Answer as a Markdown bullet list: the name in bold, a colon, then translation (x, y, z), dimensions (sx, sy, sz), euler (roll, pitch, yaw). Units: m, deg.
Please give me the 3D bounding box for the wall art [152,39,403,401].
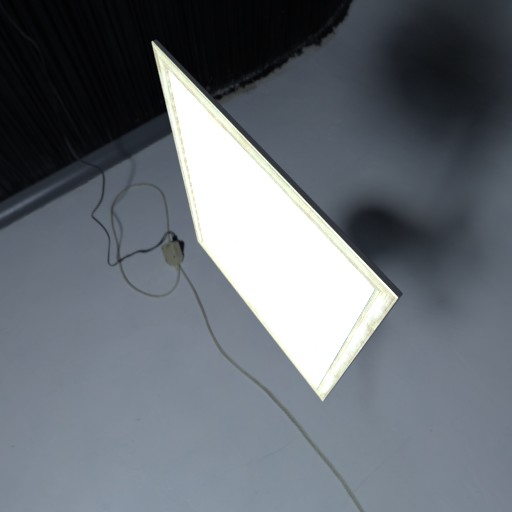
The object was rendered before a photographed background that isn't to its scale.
- **wall art**: translation (0.000, 0.000, 0.777), dimensions (0.009, 0.559, 0.483), euler (-33, 67, -16)
